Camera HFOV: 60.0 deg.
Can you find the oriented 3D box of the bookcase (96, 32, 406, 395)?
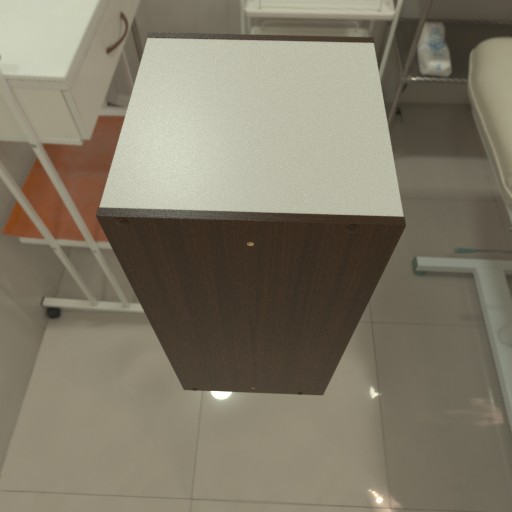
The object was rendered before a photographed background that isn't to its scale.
[{"bbox_3d":[0.000,0.000,0.746,0.290,0.600,0.300,2,58,1],"label":"bookcase"}]
